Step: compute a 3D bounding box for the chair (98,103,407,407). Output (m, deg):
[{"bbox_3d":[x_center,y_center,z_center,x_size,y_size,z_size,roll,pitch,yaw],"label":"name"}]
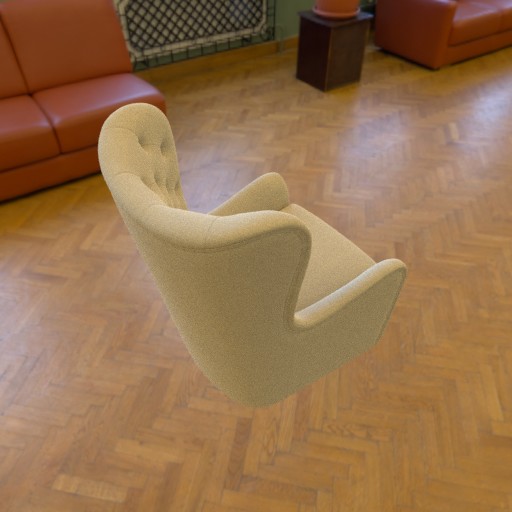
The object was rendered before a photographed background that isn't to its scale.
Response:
[{"bbox_3d":[0.000,0.000,1.736,0.929,1.079,0.831,-26,49,-25],"label":"chair"}]
